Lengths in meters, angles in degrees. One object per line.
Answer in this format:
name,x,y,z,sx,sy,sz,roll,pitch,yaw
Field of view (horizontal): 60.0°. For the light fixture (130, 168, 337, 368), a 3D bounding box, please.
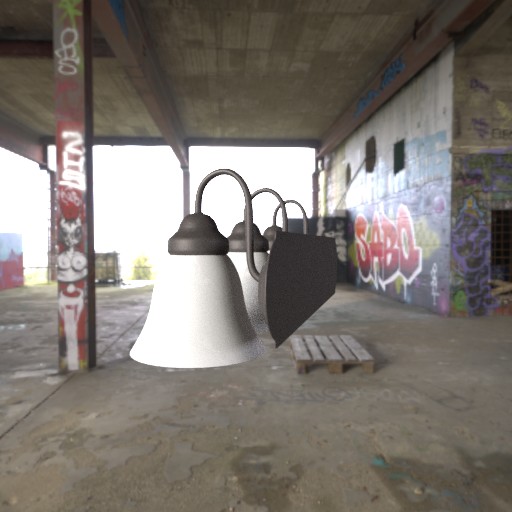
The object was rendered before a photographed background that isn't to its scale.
light fixture,0.000,0.000,0.726,0.199,0.222,0.610,0,2,16
